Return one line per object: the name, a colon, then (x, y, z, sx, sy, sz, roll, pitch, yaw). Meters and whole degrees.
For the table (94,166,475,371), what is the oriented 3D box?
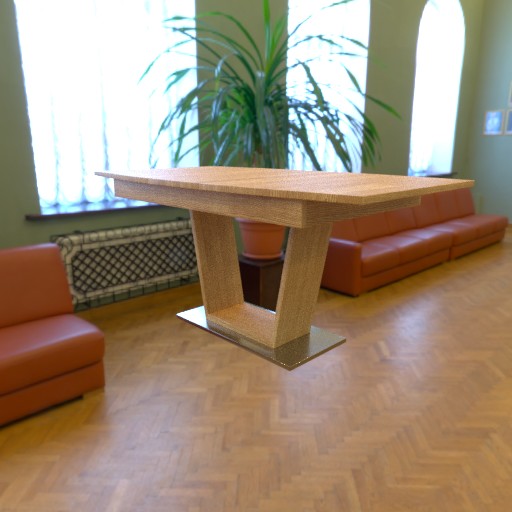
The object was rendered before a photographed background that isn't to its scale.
table: (0.000, 0.000, 2.076, 0.900, 0.748, 1.598, -13, 19, -43)
